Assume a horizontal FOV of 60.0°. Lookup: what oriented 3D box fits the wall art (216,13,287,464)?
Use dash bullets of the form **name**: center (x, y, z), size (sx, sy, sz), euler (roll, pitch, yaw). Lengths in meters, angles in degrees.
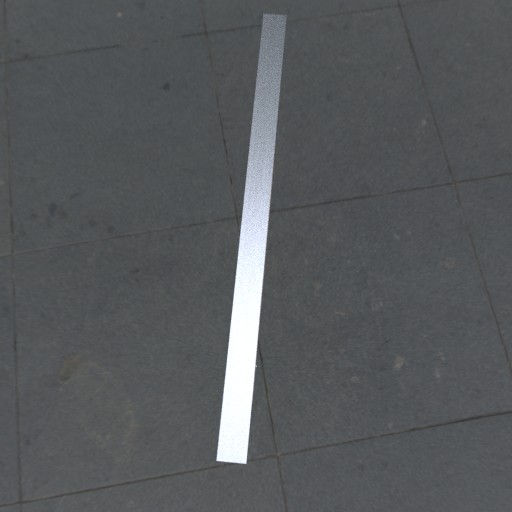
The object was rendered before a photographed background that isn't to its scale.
- **wall art**: center (0.000, 0.000, 0.749), size (0.032, 0.456, 0.557), euler (5, 76, 1)
